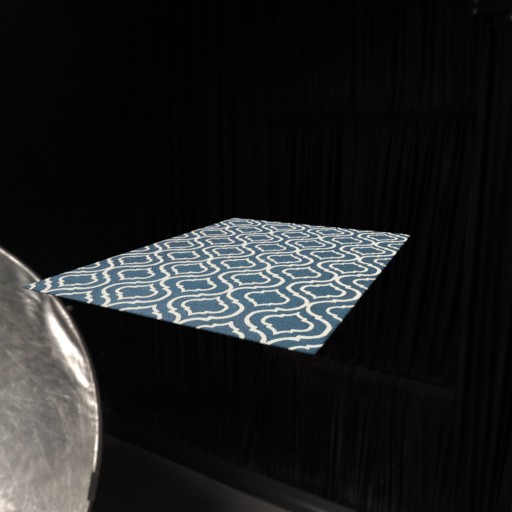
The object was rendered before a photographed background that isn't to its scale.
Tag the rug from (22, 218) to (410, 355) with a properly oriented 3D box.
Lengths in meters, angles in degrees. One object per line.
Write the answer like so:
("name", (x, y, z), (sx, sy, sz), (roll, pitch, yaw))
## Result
("rug", (0.000, 0.000, 4.390), (2.438, 0.010, 3.353), (8, 17, 26))
